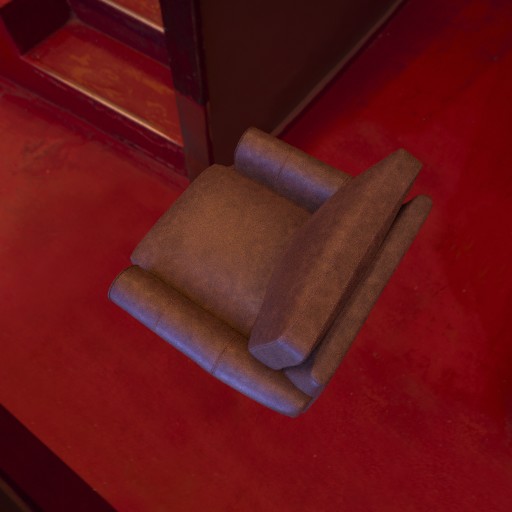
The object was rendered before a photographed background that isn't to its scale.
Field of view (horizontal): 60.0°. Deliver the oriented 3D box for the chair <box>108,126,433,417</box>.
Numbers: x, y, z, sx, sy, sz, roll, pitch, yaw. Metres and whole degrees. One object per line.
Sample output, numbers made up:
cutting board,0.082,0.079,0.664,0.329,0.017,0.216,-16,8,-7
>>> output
chair,0.000,0.000,1.828,1.002,0.976,0.996,31,68,14
